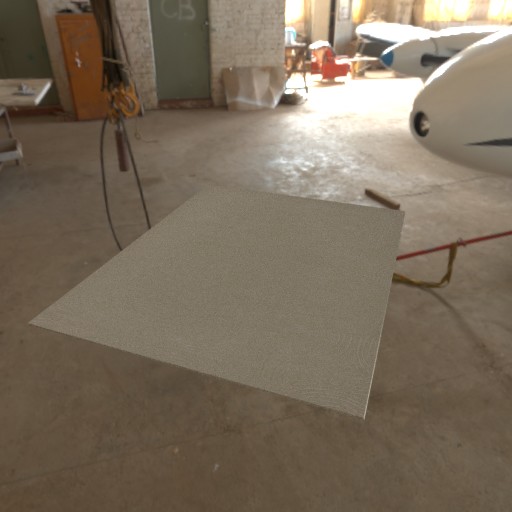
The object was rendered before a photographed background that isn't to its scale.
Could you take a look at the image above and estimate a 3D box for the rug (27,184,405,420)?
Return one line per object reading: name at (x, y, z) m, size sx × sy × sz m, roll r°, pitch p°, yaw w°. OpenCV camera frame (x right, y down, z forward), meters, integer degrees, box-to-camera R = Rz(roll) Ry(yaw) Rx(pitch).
rug at (0.000, 0.000, 3.485) m, size 2.073 × 0.011 × 2.584 m, roll 11°, pitch 31°, yaw 18°
